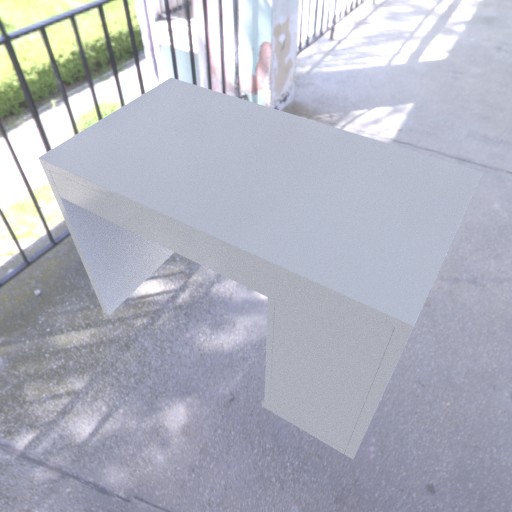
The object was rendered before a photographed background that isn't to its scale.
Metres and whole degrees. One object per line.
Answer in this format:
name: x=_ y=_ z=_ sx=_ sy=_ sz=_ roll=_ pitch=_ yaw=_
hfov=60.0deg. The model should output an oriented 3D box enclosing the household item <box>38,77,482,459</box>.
household item: x=0.000 y=0.000 z=1.518 sx=1.100 sy=0.749 sz=0.597 roll=24 pitch=51 yaw=21
